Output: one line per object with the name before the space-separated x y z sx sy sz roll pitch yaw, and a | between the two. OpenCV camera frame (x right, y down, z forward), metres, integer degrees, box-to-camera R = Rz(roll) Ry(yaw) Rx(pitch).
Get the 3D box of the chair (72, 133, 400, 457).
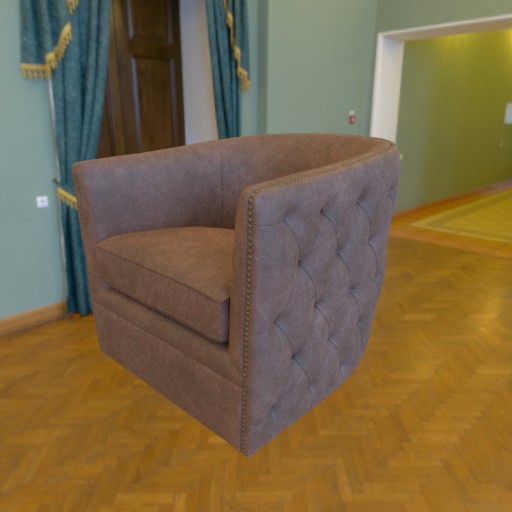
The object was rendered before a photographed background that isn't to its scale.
chair | 0.000 0.000 1.525 0.850 0.790 0.870 16 24 41
